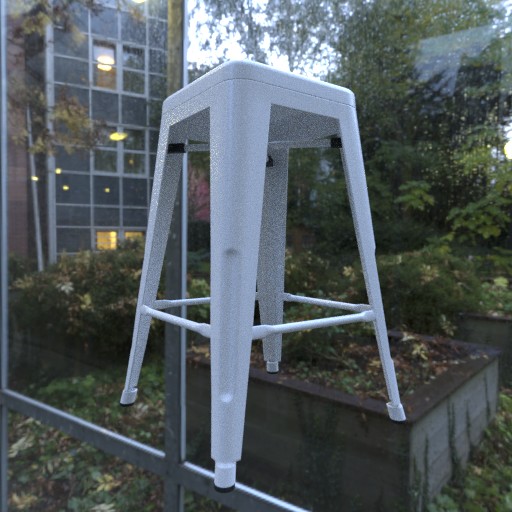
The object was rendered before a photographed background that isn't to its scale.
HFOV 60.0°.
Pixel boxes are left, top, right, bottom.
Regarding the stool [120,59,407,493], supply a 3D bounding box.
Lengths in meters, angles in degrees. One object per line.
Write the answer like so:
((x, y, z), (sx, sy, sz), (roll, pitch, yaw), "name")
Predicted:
((0.000, 0.000, 0.854), (0.406, 0.610, 0.406), (-1, 2, -36), "stool")
